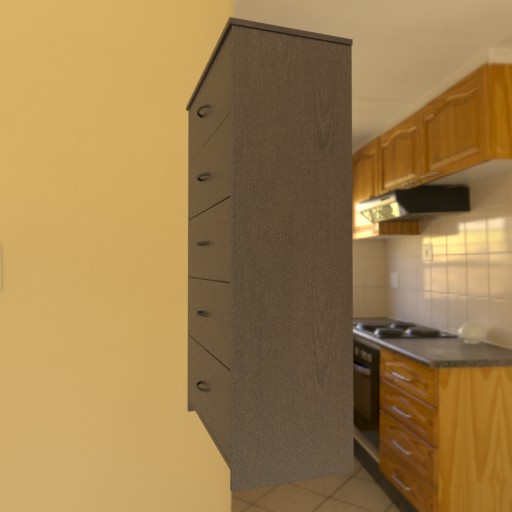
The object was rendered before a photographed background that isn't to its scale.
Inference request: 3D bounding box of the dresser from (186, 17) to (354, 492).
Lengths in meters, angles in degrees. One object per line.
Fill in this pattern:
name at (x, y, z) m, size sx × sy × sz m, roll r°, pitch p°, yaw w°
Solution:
dresser at (0.000, 0.000, 1.557) m, size 0.418 × 1.254 × 0.704 m, roll 0°, pitch -1°, yaw -18°
